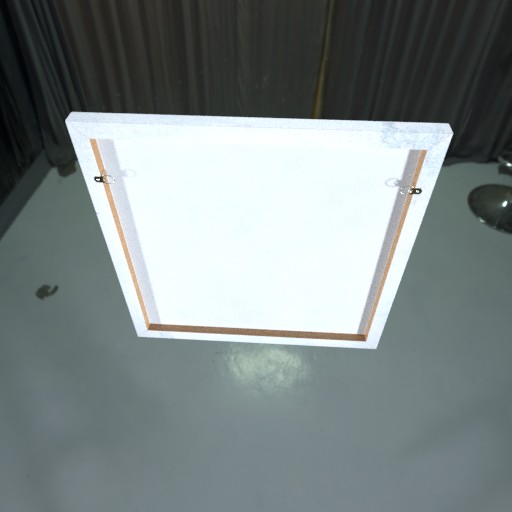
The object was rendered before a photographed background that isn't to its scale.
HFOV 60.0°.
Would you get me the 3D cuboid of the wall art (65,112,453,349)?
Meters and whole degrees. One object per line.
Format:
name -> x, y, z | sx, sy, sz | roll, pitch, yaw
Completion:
wall art -> 0.000, 0.000, 1.152 | 0.762, 0.762, 0.041 | 3, 46, 2
